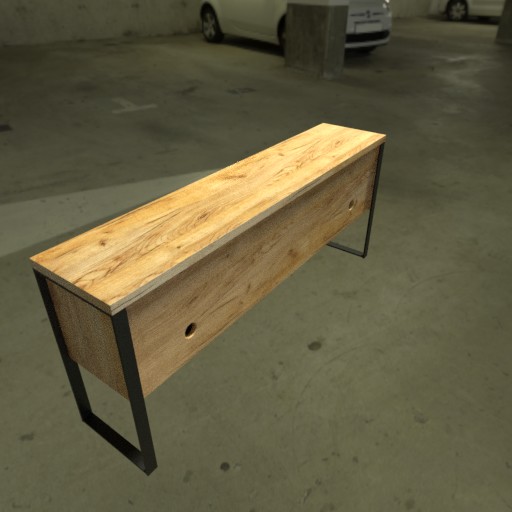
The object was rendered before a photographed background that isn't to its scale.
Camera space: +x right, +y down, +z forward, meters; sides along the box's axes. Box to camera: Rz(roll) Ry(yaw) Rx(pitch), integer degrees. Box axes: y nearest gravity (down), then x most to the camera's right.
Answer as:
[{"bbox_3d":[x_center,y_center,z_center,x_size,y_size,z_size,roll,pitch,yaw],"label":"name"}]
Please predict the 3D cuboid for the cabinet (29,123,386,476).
[{"bbox_3d":[0.000,0.000,2.058,0.395,0.762,1.800,22,38,30],"label":"cabinet"}]
